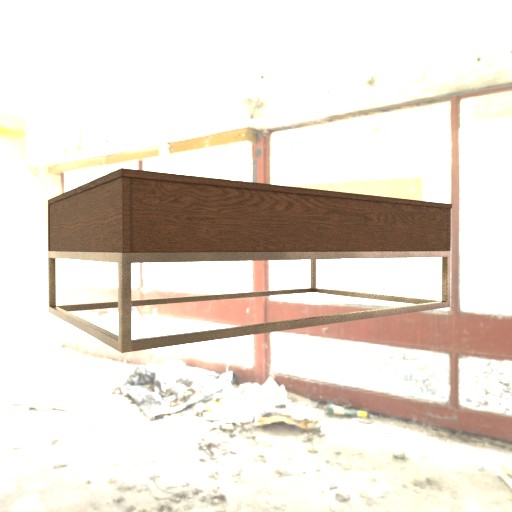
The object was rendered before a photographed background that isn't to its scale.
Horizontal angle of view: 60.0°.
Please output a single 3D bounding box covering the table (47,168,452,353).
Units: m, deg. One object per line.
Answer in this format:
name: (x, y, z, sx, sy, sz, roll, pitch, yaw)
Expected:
table: (0.000, 0.000, 1.494, 1.167, 0.361, 0.719, -1, 1, -36)
